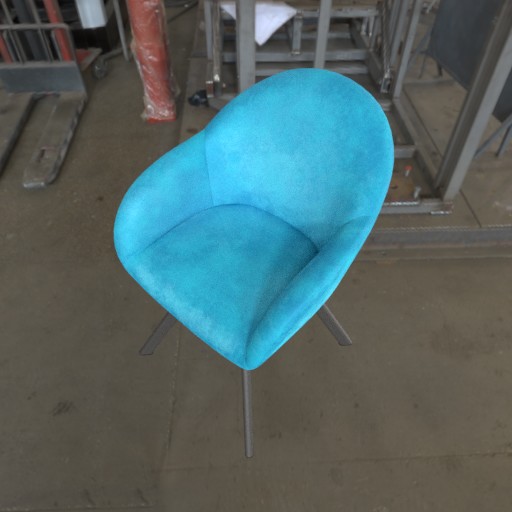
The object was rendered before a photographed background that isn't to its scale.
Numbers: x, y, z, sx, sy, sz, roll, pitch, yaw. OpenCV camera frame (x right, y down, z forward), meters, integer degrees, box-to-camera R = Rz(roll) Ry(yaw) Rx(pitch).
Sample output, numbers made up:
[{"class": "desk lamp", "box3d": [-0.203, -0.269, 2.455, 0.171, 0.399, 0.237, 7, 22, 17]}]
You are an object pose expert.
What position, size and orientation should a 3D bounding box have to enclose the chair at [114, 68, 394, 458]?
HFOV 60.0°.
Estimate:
[{"class": "chair", "box3d": [0.000, 0.000, 1.170, 0.550, 0.795, 0.590, 34, 55, 27]}]
